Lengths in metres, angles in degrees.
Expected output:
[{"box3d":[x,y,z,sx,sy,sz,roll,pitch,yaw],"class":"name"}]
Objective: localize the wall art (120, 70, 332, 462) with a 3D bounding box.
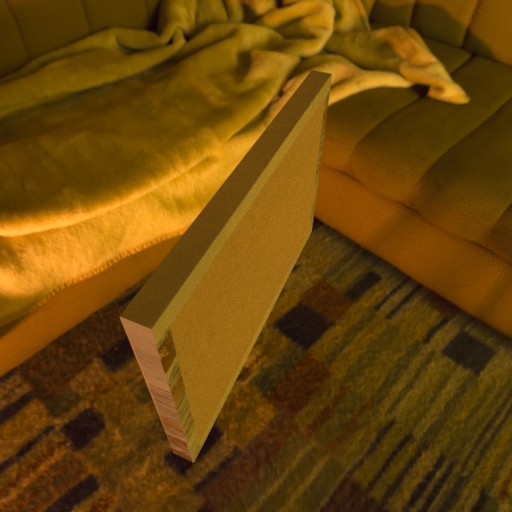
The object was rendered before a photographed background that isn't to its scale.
[{"box3d":[0.000,0.000,0.786,0.041,0.407,0.606,18,50,16],"class":"wall art"}]
